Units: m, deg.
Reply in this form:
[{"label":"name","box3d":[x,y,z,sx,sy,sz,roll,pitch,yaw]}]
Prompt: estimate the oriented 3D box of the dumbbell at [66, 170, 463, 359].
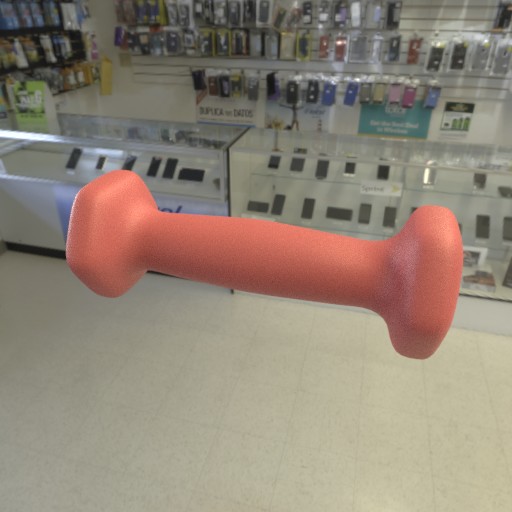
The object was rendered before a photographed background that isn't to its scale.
[{"label":"dumbbell","box3d":[0.000,0.000,0.147,0.123,0.043,0.047,9,32,15]}]
